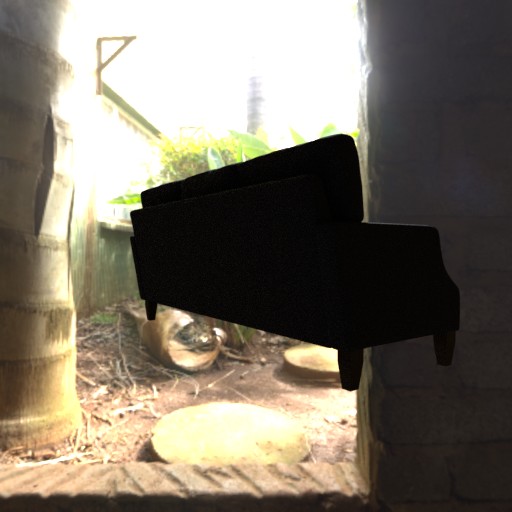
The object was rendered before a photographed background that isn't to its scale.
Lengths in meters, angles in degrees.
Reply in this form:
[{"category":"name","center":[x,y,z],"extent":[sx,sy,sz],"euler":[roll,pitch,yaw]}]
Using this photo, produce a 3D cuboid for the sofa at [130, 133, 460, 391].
[{"category":"sofa","center":[0.000,0.000,2.653],"extent":[0.888,0.984,2.115],"euler":[-1,1,-35]}]
